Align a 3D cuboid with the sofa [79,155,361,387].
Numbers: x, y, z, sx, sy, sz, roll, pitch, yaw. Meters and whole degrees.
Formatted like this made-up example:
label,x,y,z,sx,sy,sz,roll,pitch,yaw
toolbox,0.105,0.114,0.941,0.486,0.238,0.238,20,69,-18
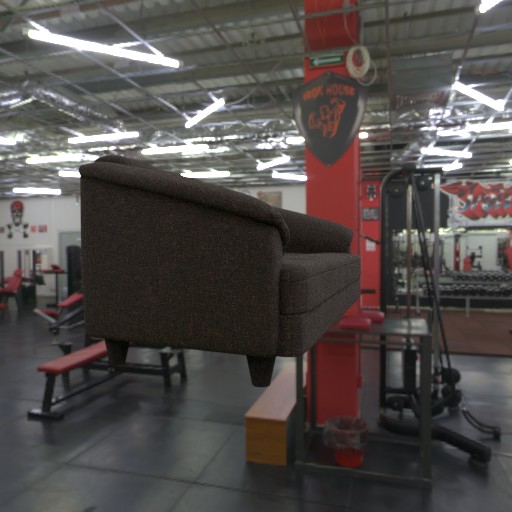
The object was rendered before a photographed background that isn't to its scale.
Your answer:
label,x,y,z,sx,sy,sz,roll,pitch,yaw
sofa,0.000,0.000,2.212,0.887,0.790,1.849,0,1,19
